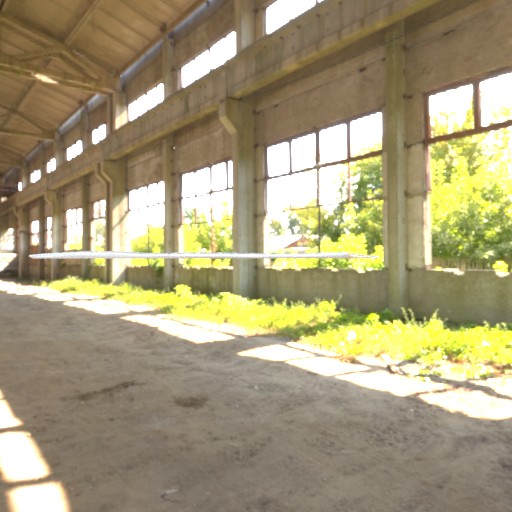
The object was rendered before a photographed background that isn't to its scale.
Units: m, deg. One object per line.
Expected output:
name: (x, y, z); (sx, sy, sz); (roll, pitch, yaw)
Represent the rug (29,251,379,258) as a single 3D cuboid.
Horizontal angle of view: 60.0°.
rug: (0.000, 0.000, 3.066); (1.537, 0.036, 2.447); (0, 0, 18)
